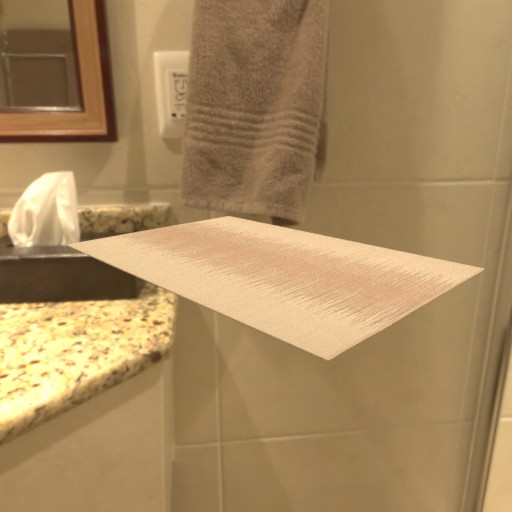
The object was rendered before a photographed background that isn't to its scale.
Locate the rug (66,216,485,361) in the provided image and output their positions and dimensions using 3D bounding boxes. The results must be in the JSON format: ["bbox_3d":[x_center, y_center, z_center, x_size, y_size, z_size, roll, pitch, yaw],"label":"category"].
[{"bbox_3d":[0.000,0.000,2.313,1.234,0.006,1.850,-15,22,-42],"label":"rug"}]
